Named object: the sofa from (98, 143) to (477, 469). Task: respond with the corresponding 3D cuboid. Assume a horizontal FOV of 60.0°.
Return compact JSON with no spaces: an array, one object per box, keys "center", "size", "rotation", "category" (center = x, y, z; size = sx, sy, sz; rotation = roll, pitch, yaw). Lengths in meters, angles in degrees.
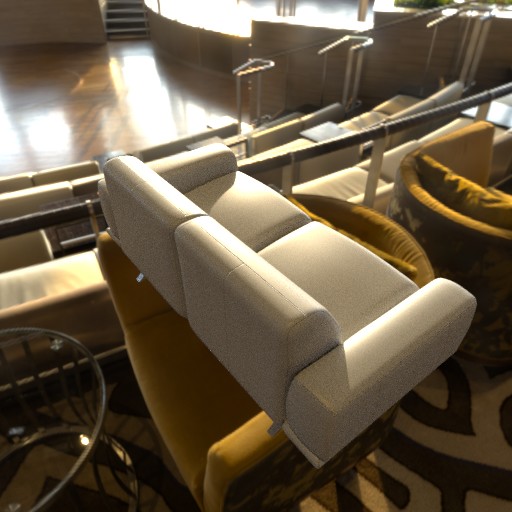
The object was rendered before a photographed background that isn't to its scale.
[{"center":[0.000,0.000,2.271],"size":[0.900,0.772,1.901],"rotation":[-26,46,-29],"category":"sofa"}]
